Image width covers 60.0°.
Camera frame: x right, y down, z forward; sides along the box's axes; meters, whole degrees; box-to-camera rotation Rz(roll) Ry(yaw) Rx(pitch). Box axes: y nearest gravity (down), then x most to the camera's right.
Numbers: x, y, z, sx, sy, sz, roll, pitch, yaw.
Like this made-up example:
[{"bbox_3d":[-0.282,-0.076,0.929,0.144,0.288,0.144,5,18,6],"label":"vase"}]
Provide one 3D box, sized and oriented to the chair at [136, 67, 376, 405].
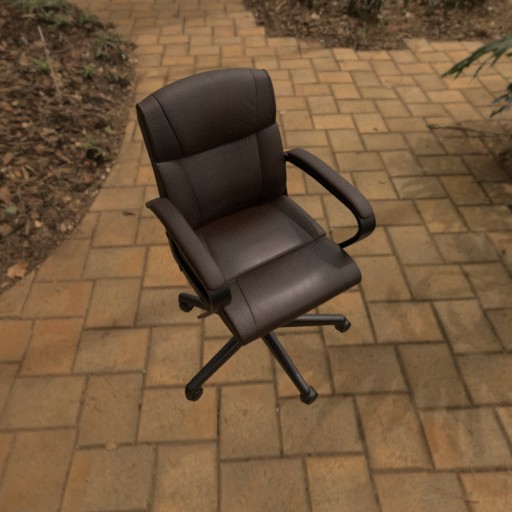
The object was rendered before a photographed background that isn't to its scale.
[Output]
[{"bbox_3d":[0.000,0.000,1.503,0.739,1.004,0.717,-24,51,-21],"label":"chair"}]
